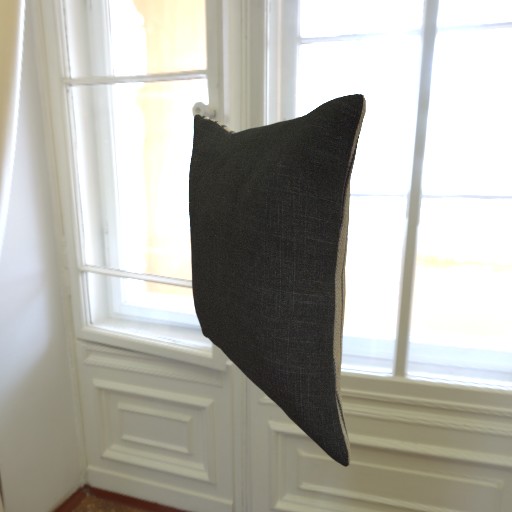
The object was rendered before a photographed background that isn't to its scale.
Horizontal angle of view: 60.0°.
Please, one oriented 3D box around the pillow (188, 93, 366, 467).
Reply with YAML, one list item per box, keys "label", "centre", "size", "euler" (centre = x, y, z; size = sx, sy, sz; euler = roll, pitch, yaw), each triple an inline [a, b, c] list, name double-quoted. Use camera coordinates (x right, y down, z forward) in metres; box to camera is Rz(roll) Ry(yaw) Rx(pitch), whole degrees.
- label: "pillow"
  centre: [0.000, 0.000, 0.689]
  size: [0.138, 0.444, 0.468]
  euler: [-8, 16, -28]
